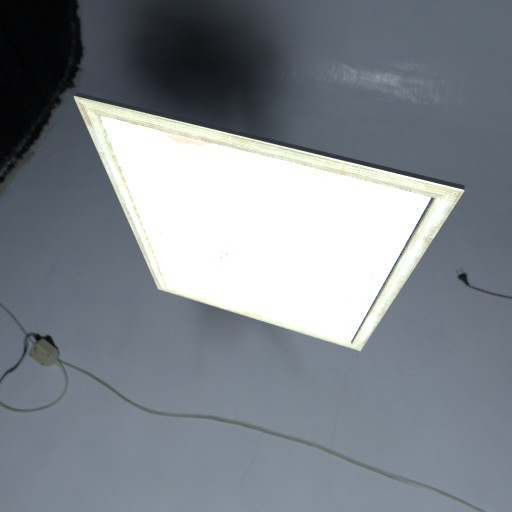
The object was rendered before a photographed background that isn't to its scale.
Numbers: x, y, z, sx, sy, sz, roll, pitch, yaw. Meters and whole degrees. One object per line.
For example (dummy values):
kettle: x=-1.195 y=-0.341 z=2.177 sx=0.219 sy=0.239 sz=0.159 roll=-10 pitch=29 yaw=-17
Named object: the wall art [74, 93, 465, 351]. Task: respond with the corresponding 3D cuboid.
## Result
wall art: x=0.000 y=0.000 z=0.766 sx=0.483 sy=0.559 sz=0.009 roll=16 pitch=61 yaw=9
